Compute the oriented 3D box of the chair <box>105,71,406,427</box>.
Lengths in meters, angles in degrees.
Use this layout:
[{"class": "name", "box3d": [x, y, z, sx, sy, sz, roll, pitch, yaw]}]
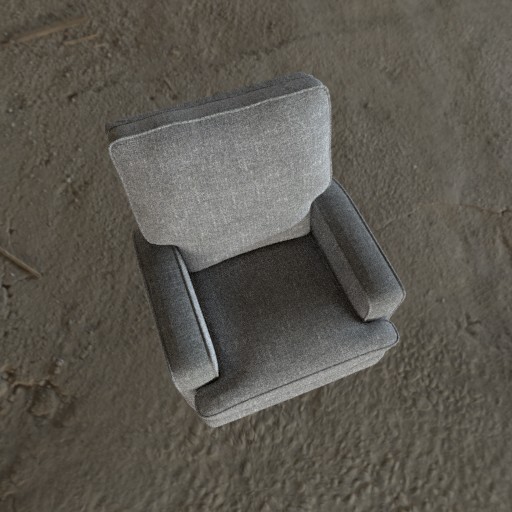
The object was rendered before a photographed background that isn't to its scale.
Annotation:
[{"class": "chair", "box3d": [0.000, 0.000, 1.666, 0.861, 0.962, 0.964, -19, 64, -10]}]
